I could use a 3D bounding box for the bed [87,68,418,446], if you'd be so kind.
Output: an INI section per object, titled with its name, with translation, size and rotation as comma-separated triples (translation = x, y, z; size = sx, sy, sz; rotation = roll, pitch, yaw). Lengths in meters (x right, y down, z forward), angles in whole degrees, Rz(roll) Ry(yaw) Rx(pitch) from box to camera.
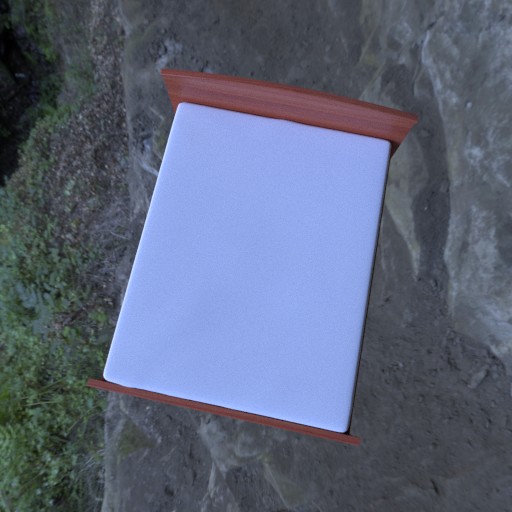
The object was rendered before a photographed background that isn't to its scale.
[bed]
translation = 0.000, 0.000, 2.973
size = 1.683, 0.848, 2.053
rotation = 11, 77, 3
